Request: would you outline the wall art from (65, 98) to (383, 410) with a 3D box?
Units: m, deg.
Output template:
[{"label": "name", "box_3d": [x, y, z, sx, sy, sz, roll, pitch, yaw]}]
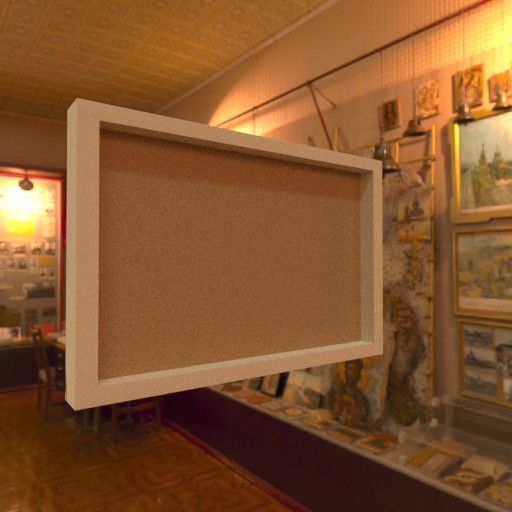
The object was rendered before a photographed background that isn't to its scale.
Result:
[{"label": "wall art", "box_3d": [0.000, 0.000, 0.486, 0.384, 0.254, 0.039, 1, -1, -35]}]
